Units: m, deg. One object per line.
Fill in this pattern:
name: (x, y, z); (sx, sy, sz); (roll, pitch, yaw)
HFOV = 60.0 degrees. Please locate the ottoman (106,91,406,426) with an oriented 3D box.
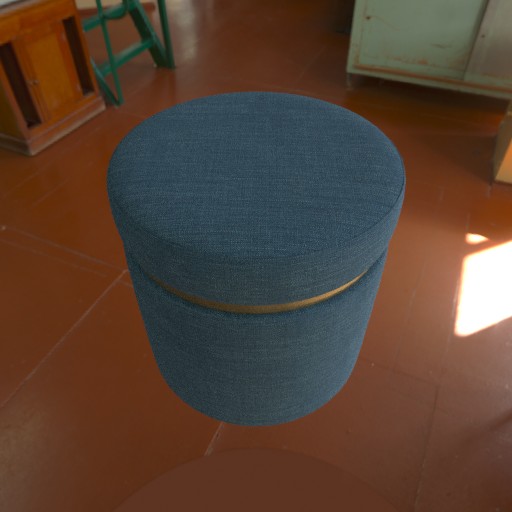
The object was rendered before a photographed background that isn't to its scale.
ottoman: (0.000, 0.000, 0.724); (0.398, 0.406, 0.398); (0, 45, 0)
